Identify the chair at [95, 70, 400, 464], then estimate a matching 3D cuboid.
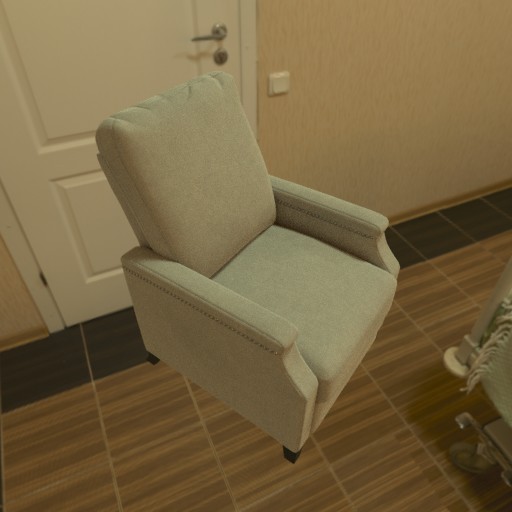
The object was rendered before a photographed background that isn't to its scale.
[{"bbox_3d":[0.000,0.000,1.606,0.922,1.049,0.710,26,48,26],"label":"chair"}]
